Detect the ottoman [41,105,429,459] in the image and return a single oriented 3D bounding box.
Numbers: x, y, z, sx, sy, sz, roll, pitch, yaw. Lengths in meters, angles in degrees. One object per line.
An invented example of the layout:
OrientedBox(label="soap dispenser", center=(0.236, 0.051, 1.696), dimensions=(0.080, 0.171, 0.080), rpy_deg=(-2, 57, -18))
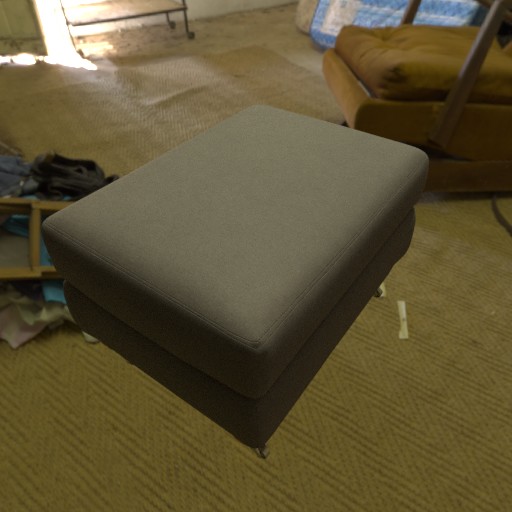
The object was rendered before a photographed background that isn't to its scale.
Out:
OrientedBox(label="ottoman", center=(0.000, 0.000, 1.124), dimensions=(0.574, 0.497, 0.773), rpy_deg=(25, 47, 26))
